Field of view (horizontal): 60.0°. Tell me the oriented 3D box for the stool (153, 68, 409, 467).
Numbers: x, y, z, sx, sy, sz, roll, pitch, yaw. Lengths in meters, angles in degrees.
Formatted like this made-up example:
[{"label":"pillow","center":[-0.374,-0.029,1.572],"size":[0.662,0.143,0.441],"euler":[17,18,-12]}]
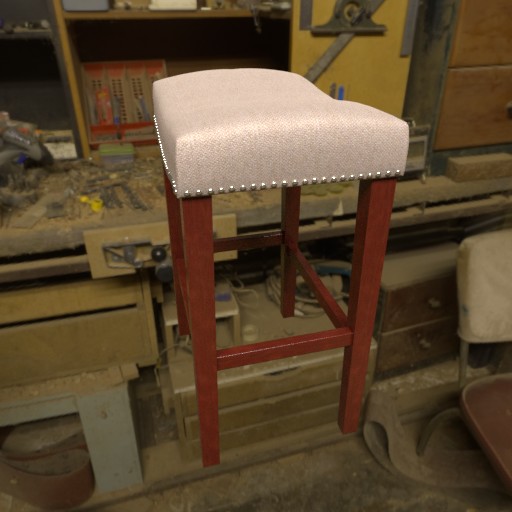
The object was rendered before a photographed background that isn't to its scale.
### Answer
[{"label":"stool","center":[0.000,0.000,1.012],"size":[0.372,0.742,0.504],"euler":[-8,31,-13]}]
